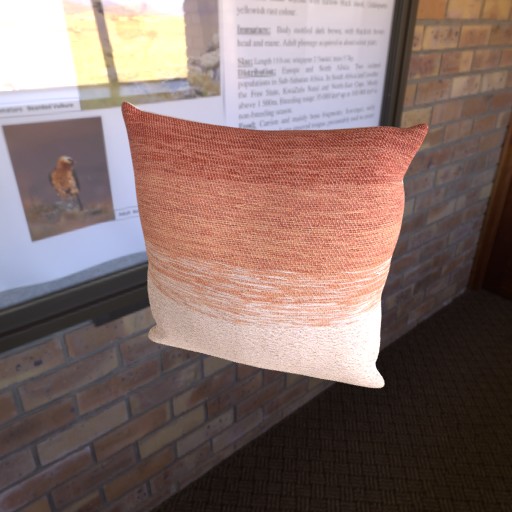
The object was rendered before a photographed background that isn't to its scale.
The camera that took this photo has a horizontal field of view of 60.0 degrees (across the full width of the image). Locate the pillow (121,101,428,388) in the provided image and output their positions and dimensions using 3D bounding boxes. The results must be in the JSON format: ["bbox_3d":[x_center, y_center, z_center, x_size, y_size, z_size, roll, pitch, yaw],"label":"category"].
[{"bbox_3d":[0.000,0.000,0.691,0.440,0.441,0.182,9,28,16],"label":"pillow"}]
